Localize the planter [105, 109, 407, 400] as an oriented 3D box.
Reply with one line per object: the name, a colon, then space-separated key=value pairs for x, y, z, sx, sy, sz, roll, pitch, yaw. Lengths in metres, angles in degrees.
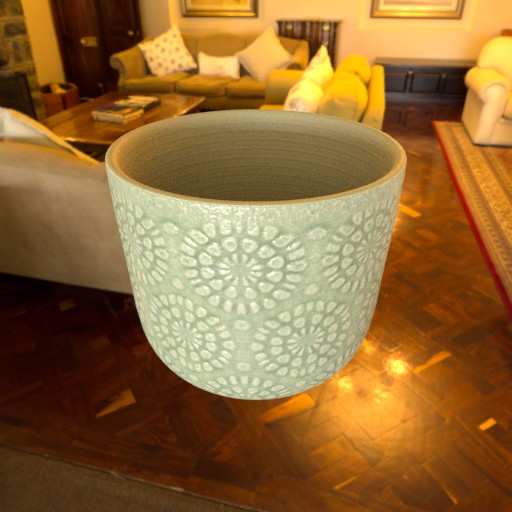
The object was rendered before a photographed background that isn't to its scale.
planter: x=0.000 y=0.000 z=0.297 sx=0.169 sy=0.153 sz=0.169 roll=0 pitch=31 yaw=0
